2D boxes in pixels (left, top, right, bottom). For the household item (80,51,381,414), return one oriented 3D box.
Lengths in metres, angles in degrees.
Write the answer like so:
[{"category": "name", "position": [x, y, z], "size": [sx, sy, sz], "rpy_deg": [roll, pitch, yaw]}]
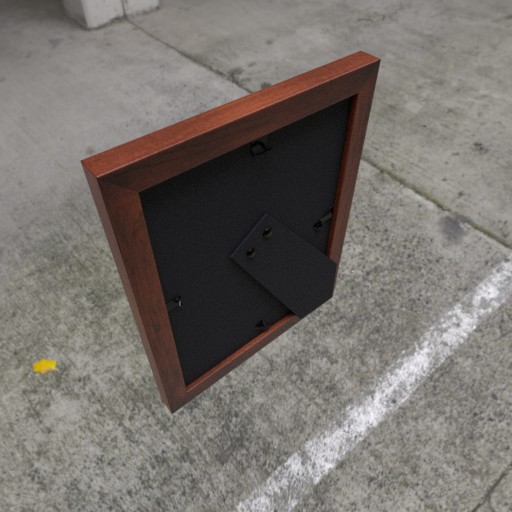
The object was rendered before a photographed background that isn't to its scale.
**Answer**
[{"category": "household item", "position": [0.000, 0.000, 0.339], "size": [0.200, 0.250, 0.020], "rpy_deg": [-31, 54, -26]}]
